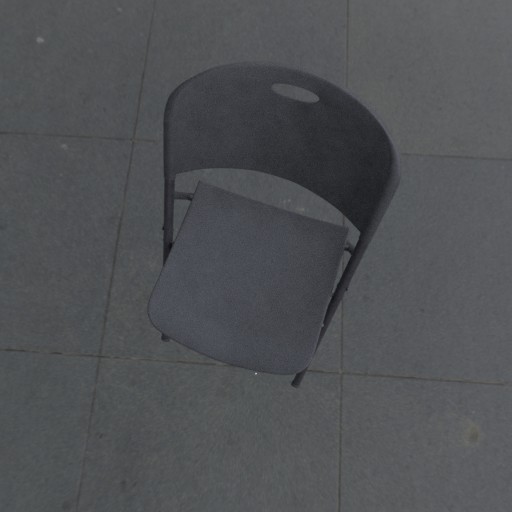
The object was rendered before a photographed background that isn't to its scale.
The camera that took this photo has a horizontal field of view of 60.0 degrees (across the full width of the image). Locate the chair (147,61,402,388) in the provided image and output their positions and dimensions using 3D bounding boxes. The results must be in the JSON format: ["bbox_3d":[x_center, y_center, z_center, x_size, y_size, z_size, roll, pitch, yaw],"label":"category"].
[{"bbox_3d":[0.000,0.000,1.161,0.494,0.810,0.567,18,76,5],"label":"chair"}]
